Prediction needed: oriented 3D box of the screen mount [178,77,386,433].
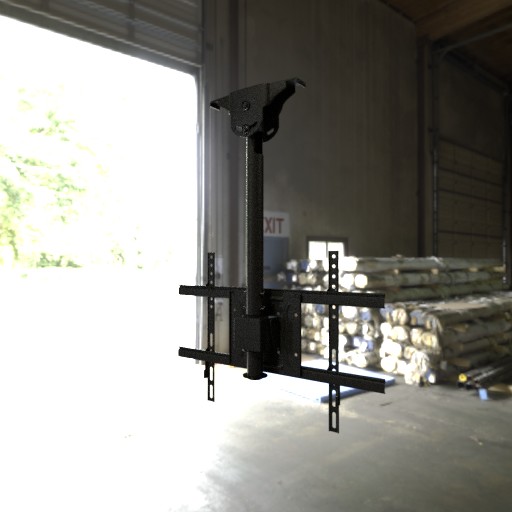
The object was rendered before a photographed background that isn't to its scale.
[{"bbox_3d":[0.000,0.000,1.049,0.595,0.775,0.090,0,-1,36],"label":"screen mount"}]
